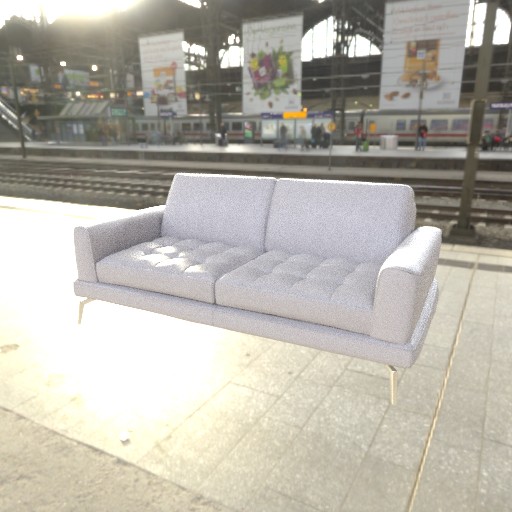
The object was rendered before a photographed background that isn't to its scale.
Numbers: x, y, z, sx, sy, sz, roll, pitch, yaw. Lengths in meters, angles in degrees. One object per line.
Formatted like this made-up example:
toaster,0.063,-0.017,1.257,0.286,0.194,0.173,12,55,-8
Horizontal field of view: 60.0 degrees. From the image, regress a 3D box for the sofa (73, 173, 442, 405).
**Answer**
sofa,0.000,0.000,2.839,2.177,0.930,1.121,8,18,25
